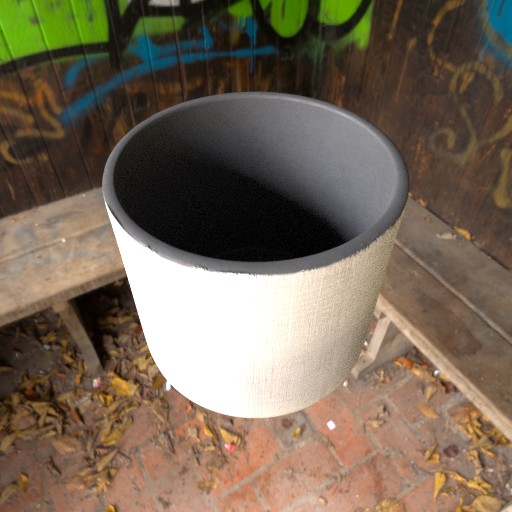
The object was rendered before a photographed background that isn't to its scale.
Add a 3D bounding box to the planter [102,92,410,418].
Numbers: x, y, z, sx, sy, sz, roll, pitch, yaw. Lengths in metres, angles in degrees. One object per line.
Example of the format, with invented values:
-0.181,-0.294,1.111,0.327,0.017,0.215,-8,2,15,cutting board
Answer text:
0.000,0.000,0.392,0.221,0.201,0.221,0,46,0,planter
